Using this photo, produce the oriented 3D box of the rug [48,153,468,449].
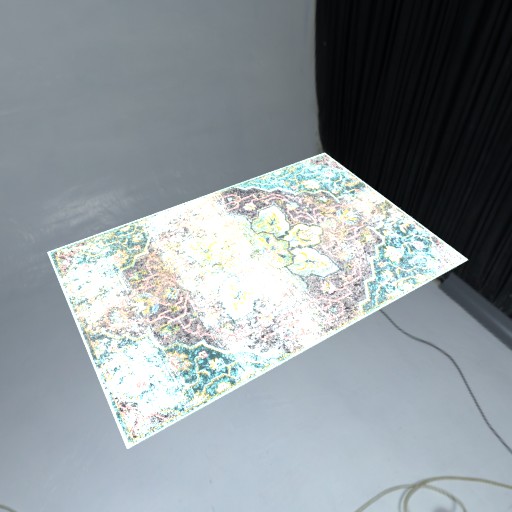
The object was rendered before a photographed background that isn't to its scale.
[{"bbox_3d":[0.000,0.000,2.938,2.363,0.004,1.566,-23,49,-21],"label":"rug"}]
